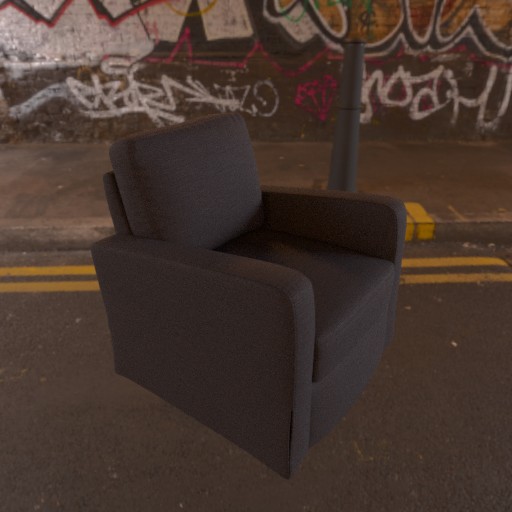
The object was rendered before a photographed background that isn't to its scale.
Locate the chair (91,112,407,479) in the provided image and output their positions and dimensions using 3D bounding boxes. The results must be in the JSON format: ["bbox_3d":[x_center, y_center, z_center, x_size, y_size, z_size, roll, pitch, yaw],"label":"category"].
[{"bbox_3d":[0.000,0.000,1.538,0.863,0.855,0.798,18,32,32],"label":"chair"}]
